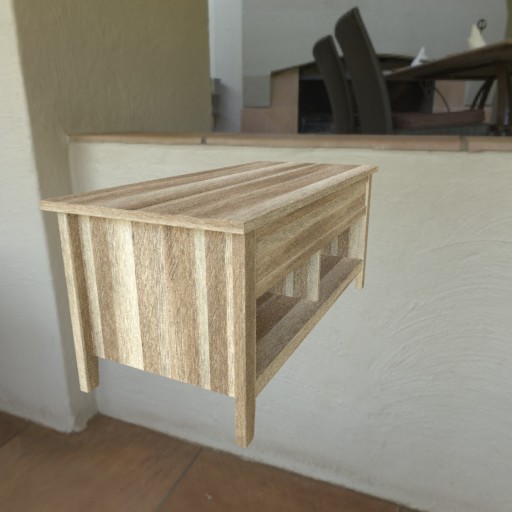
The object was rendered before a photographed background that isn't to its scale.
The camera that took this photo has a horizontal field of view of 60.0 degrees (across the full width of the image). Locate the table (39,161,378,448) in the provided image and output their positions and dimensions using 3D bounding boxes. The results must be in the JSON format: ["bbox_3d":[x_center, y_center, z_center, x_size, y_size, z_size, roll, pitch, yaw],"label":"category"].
[{"bbox_3d":[0.000,0.000,1.379,0.493,0.480,1.095,8,19,25],"label":"table"}]
